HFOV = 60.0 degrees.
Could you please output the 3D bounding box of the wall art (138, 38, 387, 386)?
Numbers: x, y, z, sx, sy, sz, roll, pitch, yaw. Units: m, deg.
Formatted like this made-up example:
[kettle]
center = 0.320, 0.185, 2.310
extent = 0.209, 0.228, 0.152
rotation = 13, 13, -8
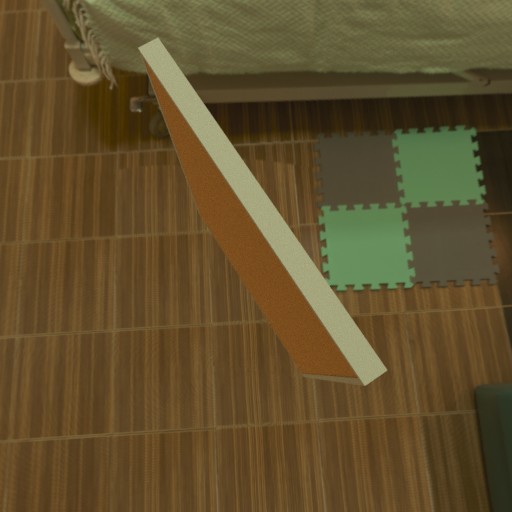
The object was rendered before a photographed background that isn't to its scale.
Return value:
[wall art]
center = 0.000, 0.000, 1.013
extent = 0.055, 0.763, 0.611
rotation = -32, 78, -8
